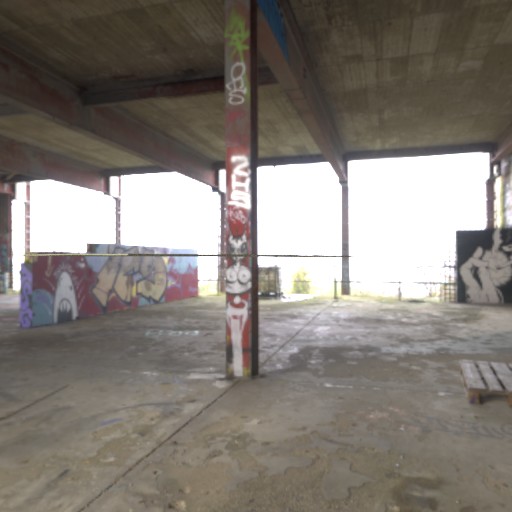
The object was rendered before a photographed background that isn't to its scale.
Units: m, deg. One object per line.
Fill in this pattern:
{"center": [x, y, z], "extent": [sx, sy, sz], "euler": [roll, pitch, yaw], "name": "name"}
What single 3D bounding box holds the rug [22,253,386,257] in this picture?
{"center": [0.000, 0.000, 2.570], "extent": [0.686, 0.013, 2.340], "euler": [0, 0, 37], "name": "rug"}
